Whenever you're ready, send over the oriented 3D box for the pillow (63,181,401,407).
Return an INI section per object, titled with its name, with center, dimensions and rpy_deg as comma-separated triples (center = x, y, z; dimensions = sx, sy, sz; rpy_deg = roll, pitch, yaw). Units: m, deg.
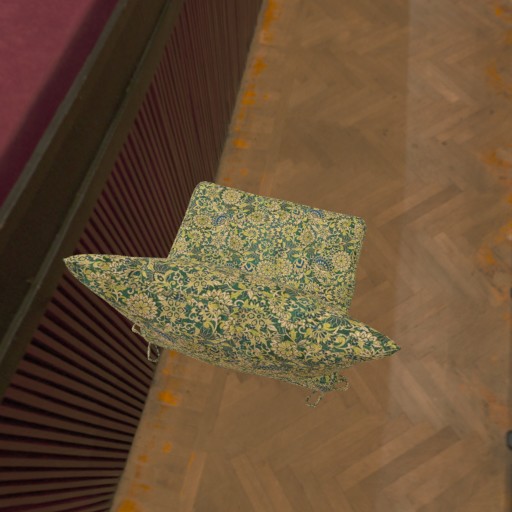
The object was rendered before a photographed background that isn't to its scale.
[pillow]
center = 0.000, 0.000, 1.387
dimensions = 0.798, 0.722, 0.740
rpy_deg = 14, 65, 7
